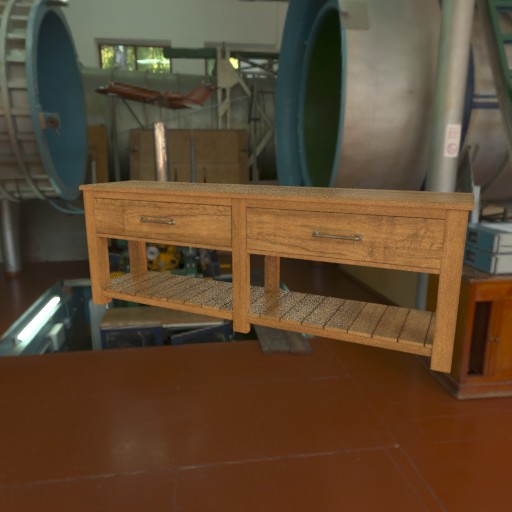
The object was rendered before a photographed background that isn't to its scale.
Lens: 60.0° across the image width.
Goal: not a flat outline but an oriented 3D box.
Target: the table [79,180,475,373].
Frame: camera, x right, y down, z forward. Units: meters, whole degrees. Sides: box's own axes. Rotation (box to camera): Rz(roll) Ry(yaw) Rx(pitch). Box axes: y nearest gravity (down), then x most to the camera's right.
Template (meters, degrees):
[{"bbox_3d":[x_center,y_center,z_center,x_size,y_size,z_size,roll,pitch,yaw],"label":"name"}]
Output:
[{"bbox_3d":[0.000,0.000,2.116,1.815,0.635,0.425,6,15,25],"label":"table"}]
